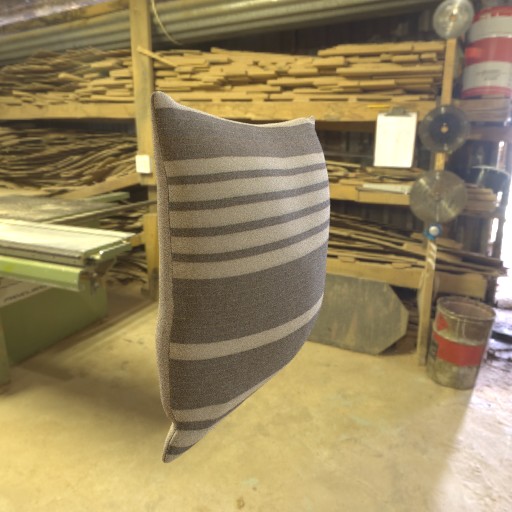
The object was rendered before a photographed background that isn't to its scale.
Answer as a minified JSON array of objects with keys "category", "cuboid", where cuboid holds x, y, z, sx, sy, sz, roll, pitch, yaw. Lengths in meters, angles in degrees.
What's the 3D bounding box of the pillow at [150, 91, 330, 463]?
[{"category":"pillow","cuboid":[0.000,0.000,0.676,0.182,0.440,0.439,8,17,28]}]
